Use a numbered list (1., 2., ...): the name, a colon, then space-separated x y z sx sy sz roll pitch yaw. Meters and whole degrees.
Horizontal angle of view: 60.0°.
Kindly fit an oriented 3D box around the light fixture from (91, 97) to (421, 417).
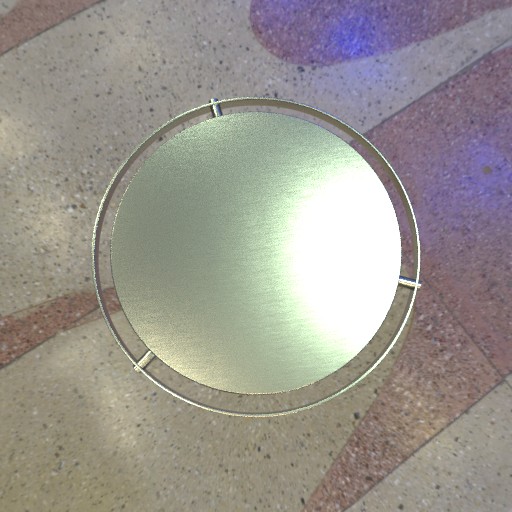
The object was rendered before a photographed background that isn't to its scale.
1. light fixture: 0.000 0.000 0.545 0.361 0.130 0.361 0 77 0
